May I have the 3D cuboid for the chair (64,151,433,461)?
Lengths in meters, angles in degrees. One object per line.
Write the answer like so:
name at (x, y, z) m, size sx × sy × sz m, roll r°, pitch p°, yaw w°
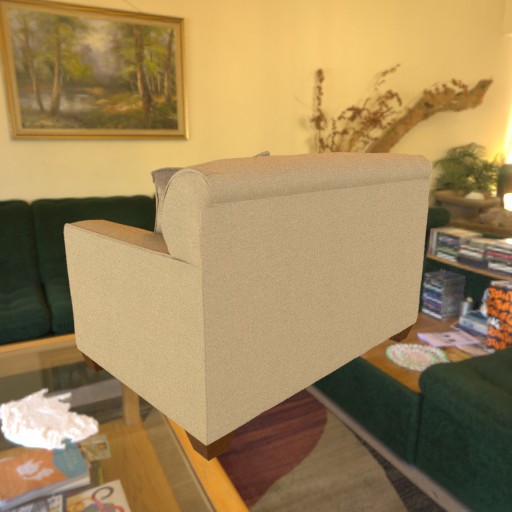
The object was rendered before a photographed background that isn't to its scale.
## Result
chair at (0.000, 0.000, 2.033) m, size 1.383 × 0.948 × 1.000 m, roll -14°, pitch 20°, yaw -43°
